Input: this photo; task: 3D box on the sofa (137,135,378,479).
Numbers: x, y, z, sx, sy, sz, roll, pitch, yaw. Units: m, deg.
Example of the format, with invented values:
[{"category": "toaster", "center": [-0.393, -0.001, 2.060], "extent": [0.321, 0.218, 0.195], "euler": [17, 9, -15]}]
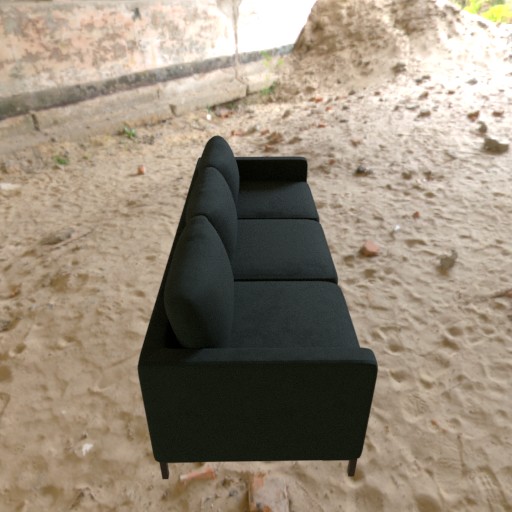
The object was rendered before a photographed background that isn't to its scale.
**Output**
[{"category": "sofa", "center": [0.000, 0.000, 2.569], "extent": [0.859, 0.870, 2.218], "euler": [0, 31, -1]}]
